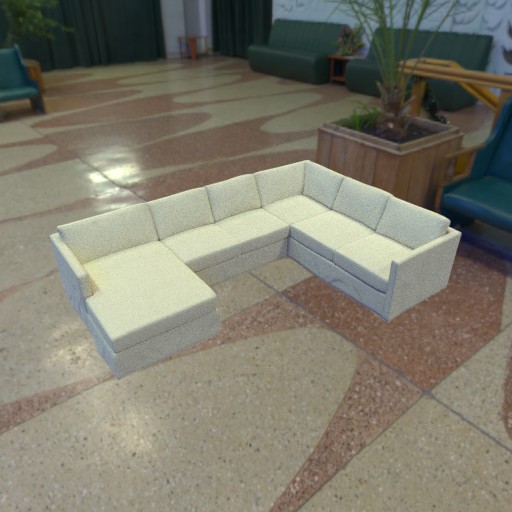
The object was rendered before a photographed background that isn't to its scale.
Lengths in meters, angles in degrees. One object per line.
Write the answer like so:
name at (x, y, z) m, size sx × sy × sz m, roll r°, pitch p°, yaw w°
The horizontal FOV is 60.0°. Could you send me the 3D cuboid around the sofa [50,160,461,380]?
sofa at (0.000, 0.000, 4.618) m, size 3.464 × 0.882 × 2.448 m, roll -21°, pitch 37°, yaw -31°
